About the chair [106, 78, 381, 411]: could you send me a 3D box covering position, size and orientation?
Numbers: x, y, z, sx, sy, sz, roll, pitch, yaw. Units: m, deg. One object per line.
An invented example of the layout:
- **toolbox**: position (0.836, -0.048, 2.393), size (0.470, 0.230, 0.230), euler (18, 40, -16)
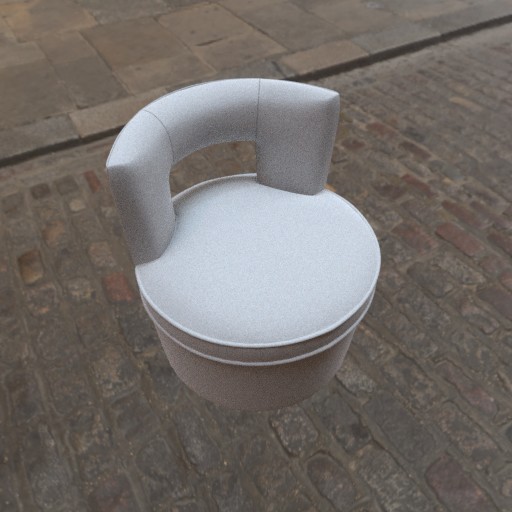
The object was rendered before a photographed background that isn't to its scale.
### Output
- **chair**: position (0.000, 0.000, 1.223), size (0.650, 0.723, 0.665), euler (-24, 51, -21)
